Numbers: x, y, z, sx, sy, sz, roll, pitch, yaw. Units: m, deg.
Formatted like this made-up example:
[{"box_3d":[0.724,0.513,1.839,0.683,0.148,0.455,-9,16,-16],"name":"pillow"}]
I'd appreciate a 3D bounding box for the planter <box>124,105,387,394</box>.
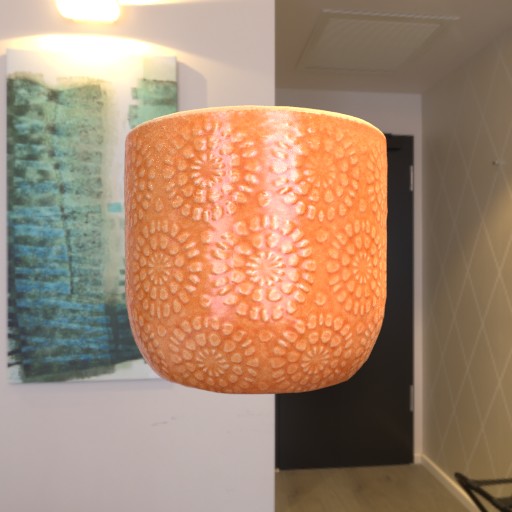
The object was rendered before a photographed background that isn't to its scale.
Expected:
[{"box_3d":[0.000,0.000,0.293,0.170,0.152,0.170,0,0,0],"name":"planter"}]
